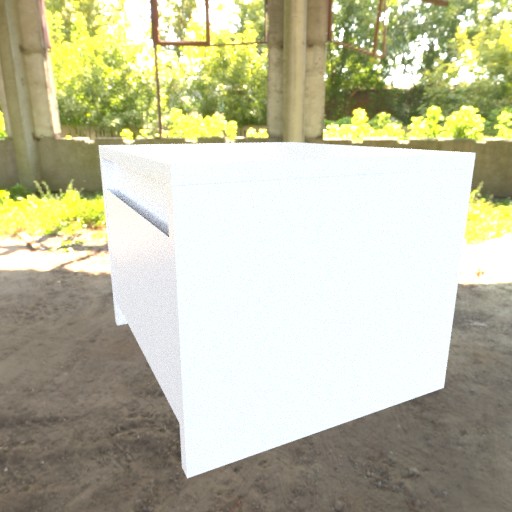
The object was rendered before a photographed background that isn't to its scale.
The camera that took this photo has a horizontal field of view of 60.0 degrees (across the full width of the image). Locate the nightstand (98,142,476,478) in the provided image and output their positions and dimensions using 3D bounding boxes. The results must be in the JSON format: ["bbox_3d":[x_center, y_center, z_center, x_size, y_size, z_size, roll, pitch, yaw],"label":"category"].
[{"bbox_3d":[0.000,0.000,0.743,0.408,0.351,0.470,-8,18,-25],"label":"nightstand"}]
